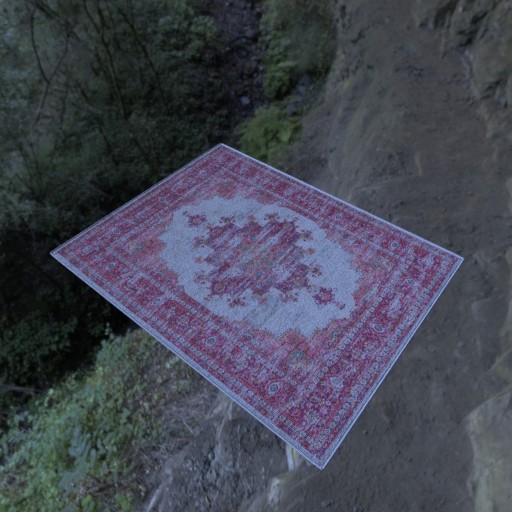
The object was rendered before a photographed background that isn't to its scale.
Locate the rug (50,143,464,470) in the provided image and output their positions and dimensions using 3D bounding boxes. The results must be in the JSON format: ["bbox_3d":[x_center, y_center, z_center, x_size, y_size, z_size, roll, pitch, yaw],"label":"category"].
[{"bbox_3d":[0.000,0.000,4.224,3.123,0.017,2.447,31,54,25],"label":"rug"}]
